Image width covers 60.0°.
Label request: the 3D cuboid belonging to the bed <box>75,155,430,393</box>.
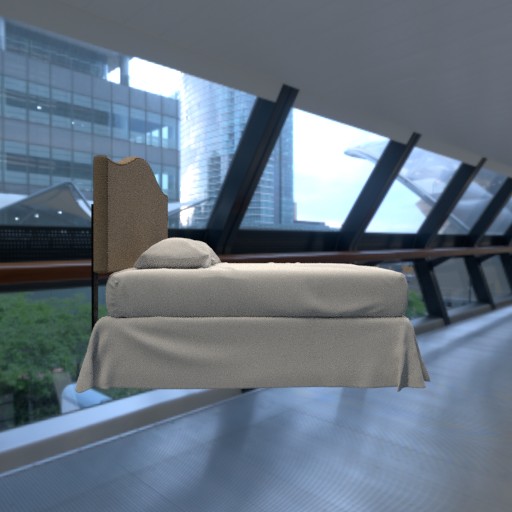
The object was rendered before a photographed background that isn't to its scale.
[{"bbox_3d":[0.000,0.000,3.812,2.222,1.651,2.311,0,1,0],"label":"bed"}]
